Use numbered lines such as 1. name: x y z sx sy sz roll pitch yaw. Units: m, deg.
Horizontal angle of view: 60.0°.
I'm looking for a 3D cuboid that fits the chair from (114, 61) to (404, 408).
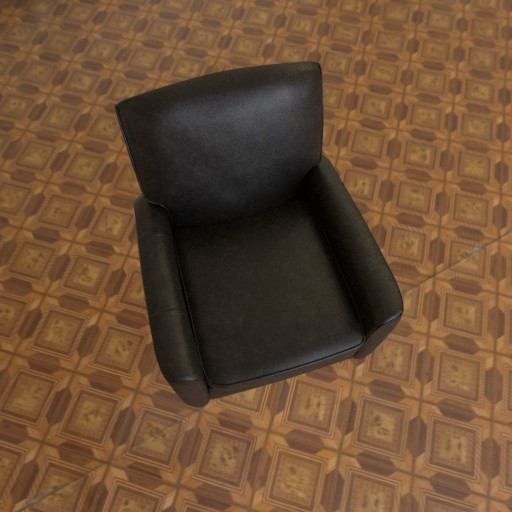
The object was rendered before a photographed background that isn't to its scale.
1. chair: 0.000 0.000 1.653 0.848 1.014 0.864 -15 64 -7
